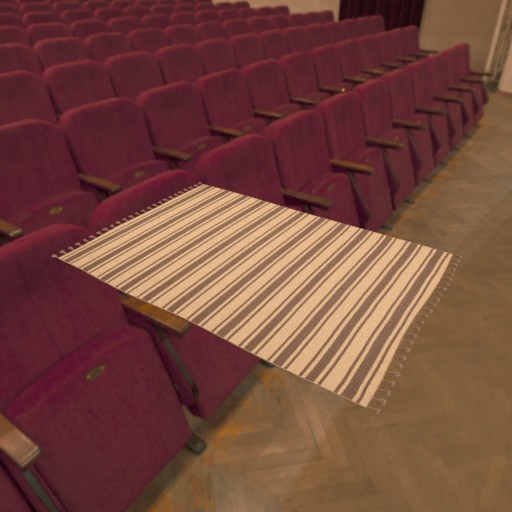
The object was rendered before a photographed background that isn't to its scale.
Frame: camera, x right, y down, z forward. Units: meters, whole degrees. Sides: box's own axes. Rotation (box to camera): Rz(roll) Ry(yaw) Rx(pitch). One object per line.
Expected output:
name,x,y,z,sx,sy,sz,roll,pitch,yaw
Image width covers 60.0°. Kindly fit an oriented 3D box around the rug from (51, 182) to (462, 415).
rug,0.000,0.000,3.896,3.040,0.017,2.030,20,37,28
